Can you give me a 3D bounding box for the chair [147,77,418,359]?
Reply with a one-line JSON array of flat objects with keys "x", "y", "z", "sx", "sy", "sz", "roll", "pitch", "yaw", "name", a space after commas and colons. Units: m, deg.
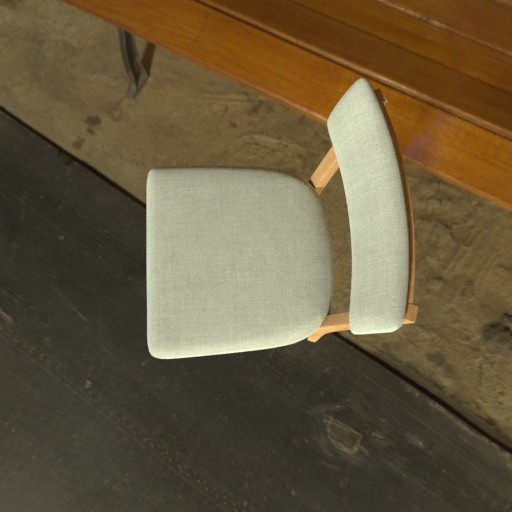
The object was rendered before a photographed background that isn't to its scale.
[{"x": 0.000, "y": 0.000, "z": 1.186, "sx": 0.572, "sy": 0.832, "sz": 0.508, "roll": -3, "pitch": 76, "yaw": -1, "name": "chair"}]
